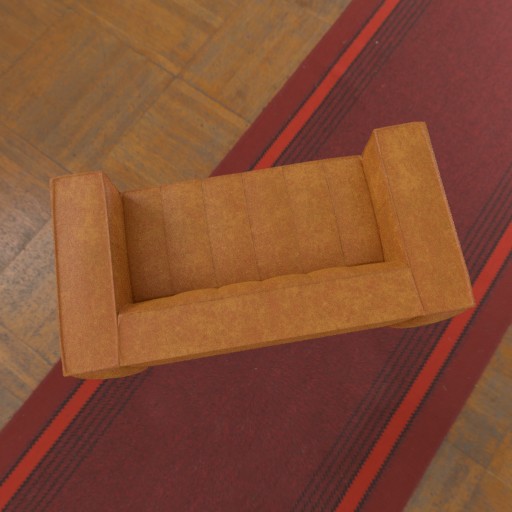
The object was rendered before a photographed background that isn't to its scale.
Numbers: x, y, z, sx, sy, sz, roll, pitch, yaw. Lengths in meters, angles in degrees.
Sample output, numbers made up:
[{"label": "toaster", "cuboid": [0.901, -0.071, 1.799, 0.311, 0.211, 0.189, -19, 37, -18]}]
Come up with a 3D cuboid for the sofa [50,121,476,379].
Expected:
[{"label": "sofa", "cuboid": [0.000, 0.000, 2.588, 2.088, 0.703, 1.102, -9, 76, -2]}]
